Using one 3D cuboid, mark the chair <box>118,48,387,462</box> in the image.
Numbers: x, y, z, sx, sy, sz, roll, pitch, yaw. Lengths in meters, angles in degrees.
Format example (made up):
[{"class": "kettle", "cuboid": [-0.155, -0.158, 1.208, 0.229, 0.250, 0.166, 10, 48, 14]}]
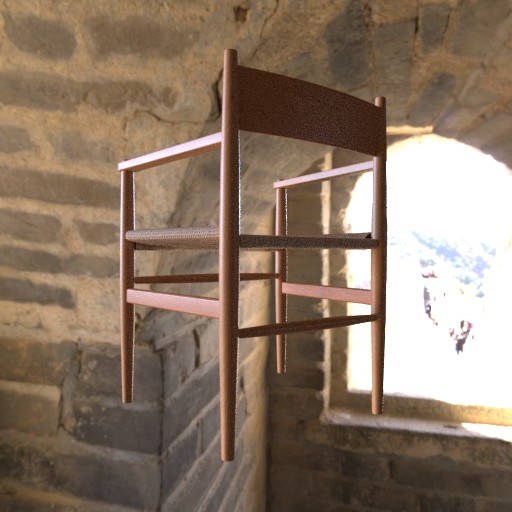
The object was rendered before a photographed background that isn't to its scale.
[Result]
[{"class": "chair", "cuboid": [0.000, 0.000, 1.125, 0.556, 0.762, 0.495, 0, 0, -35]}]
